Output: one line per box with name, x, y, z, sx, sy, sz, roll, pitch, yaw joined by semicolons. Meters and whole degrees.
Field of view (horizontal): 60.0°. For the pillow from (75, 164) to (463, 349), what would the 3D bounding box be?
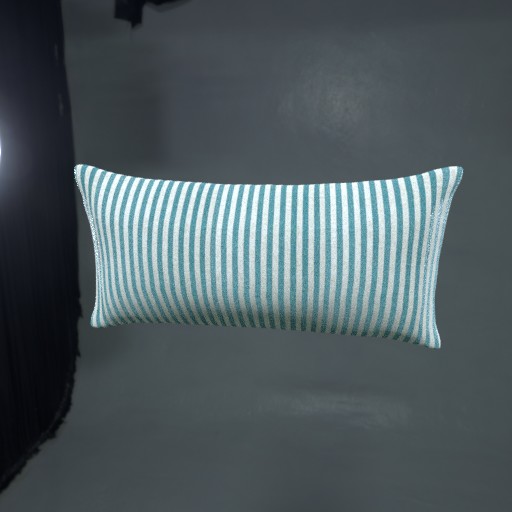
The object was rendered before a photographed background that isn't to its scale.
pillow;0.000;0.000;0.733;0.617;0.295;0.151;2;14;9
